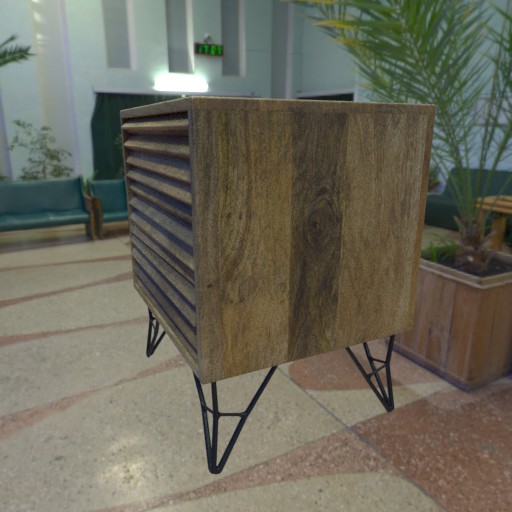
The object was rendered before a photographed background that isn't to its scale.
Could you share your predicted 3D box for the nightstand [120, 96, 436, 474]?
[{"bbox_3d":[0.000,0.000,0.880,0.406,0.559,0.457,-8,18,-26],"label":"nightstand"}]
